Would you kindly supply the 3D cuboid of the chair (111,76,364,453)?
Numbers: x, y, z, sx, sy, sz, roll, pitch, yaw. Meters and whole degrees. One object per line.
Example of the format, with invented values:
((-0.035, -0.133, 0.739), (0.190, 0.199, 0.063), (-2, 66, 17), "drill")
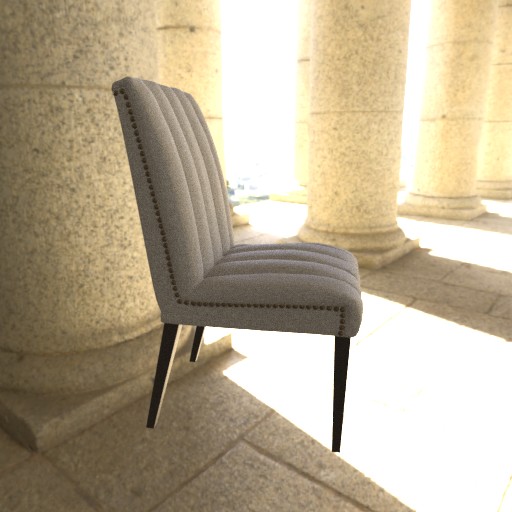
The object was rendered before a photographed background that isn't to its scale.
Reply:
((0.000, 0.000, 1.387), (0.647, 1.016, 0.511), (3, 16, 10), "chair")
